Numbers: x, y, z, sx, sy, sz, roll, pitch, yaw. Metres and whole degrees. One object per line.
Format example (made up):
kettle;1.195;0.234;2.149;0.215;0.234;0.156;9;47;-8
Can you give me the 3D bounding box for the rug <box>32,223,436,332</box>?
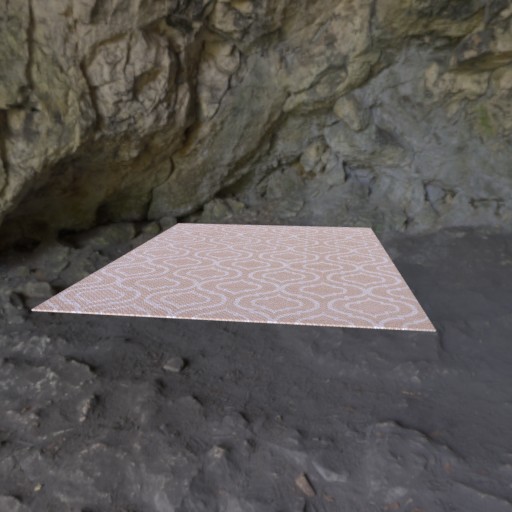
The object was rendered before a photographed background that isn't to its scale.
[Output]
rug;0.000;0.000;3.853;2.286;0.013;2.894;2;14;7
